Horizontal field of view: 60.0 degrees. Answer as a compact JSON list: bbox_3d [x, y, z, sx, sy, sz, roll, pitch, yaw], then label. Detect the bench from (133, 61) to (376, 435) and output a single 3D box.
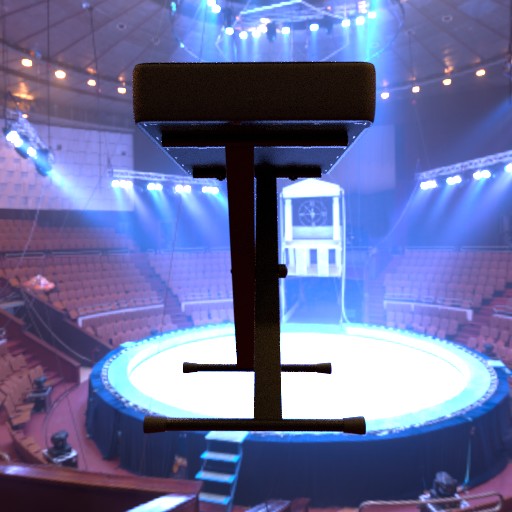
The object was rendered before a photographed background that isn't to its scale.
[{"bbox_3d":[0.000,0.000,0.778,0.321,0.500,0.424,0,1,1],"label":"bench"}]
